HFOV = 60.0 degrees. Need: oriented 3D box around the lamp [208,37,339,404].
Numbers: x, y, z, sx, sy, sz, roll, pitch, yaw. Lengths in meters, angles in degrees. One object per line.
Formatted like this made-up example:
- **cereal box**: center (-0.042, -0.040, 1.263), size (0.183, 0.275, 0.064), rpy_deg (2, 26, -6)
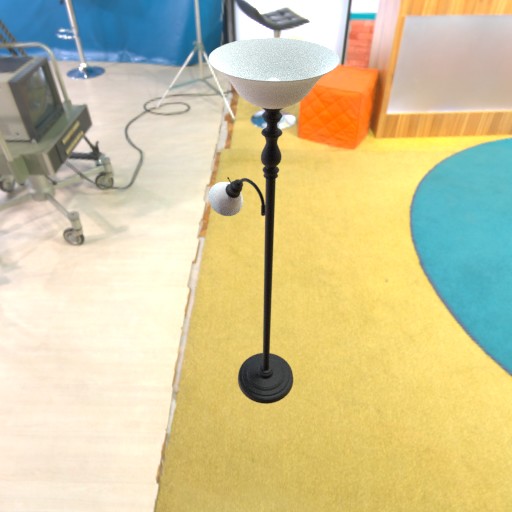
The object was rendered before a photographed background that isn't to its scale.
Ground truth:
- **lamp**: center (0.000, 0.000, 2.032), size (0.405, 1.793, 0.588), rpy_deg (-27, 48, -27)
